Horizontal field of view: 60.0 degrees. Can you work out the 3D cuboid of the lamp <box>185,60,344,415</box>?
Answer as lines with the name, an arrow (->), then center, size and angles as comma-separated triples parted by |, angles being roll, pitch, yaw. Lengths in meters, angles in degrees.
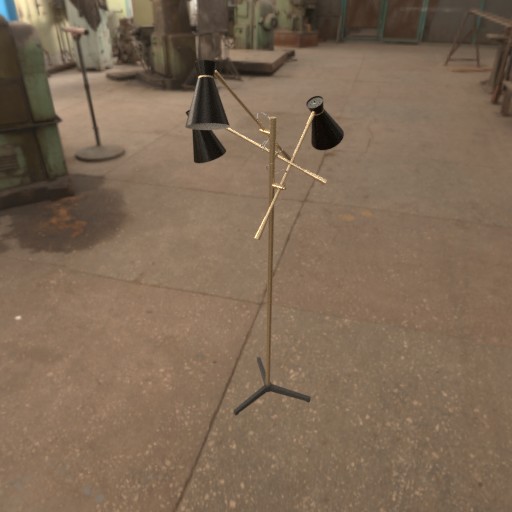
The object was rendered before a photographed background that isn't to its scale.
lamp -> 0.000, 0.000, 2.139 | 0.653, 1.804, 0.750 | 10, 33, 15
